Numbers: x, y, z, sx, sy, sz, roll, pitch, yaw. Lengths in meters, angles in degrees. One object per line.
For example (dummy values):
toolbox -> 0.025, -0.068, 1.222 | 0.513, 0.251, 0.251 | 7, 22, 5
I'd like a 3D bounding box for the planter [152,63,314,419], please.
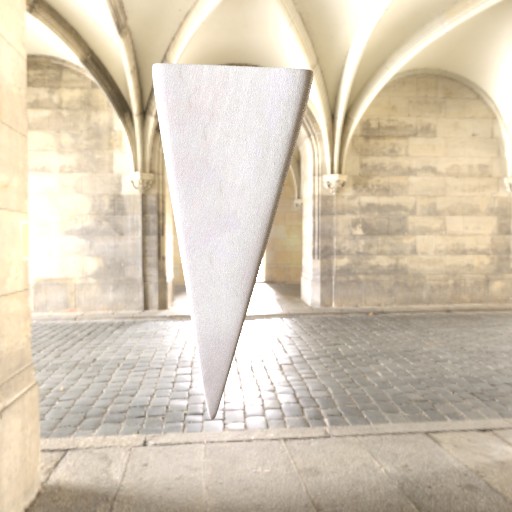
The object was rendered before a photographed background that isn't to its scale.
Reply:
planter -> 0.000, 0.000, 0.278 | 0.081, 0.224, 0.101 | 1, 2, 37
